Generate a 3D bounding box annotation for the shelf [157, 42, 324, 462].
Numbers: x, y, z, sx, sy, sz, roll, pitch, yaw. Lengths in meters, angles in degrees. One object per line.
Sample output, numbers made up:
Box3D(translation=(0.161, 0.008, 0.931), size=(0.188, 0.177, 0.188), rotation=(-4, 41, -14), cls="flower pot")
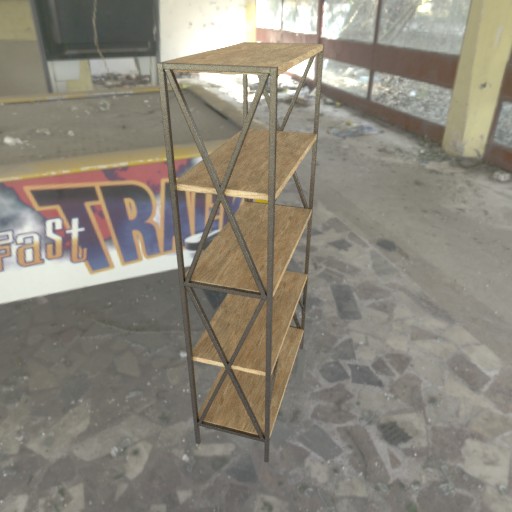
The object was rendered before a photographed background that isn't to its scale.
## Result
Box3D(translation=(0.000, 0.000, 2.146), size=(0.386, 1.803, 0.874), rotation=(8, 31, 14), cls="shelf")
